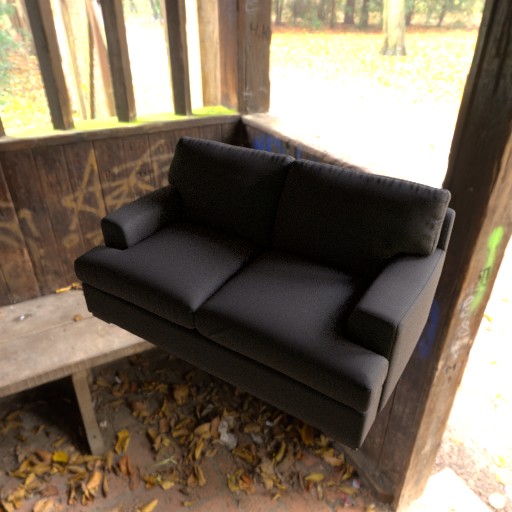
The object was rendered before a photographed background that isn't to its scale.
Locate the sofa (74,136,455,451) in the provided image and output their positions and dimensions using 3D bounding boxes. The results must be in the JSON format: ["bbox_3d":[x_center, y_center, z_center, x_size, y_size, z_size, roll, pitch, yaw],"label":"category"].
[{"bbox_3d":[0.000,0.000,2.520,1.880,0.940,1.143,18,36,28],"label":"sofa"}]
